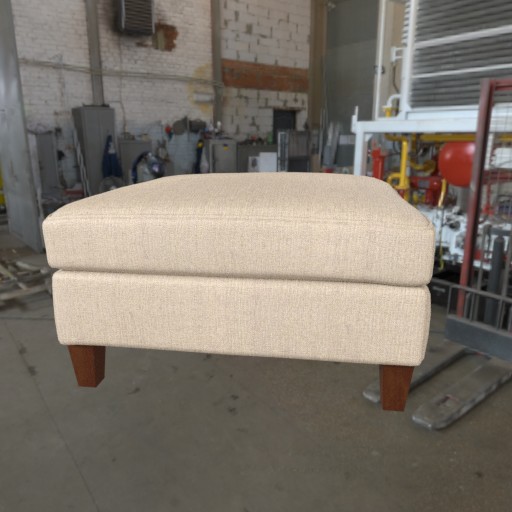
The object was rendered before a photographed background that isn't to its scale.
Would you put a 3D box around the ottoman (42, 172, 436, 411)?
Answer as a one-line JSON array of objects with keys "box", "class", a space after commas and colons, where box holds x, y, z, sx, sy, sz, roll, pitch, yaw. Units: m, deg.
[{"box": [0.000, 0.000, 1.325, 0.838, 0.481, 0.838, 2, 15, 7], "class": "ottoman"}]
